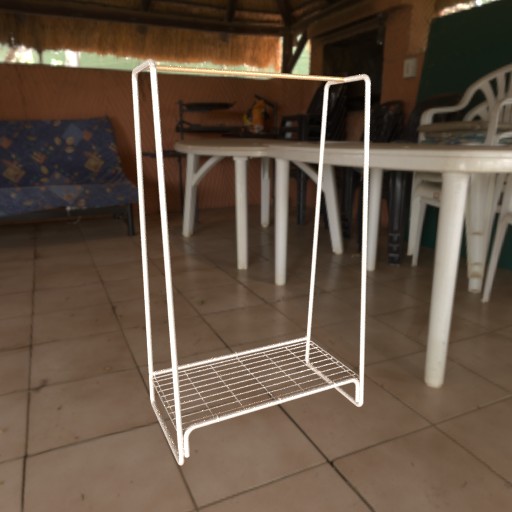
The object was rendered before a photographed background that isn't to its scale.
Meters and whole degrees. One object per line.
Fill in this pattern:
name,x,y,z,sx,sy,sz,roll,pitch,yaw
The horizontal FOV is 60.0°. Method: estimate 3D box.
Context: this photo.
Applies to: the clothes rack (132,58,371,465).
clothes rack,0.000,0.000,1.932,0.900,1.500,0.495,-7,17,-25
